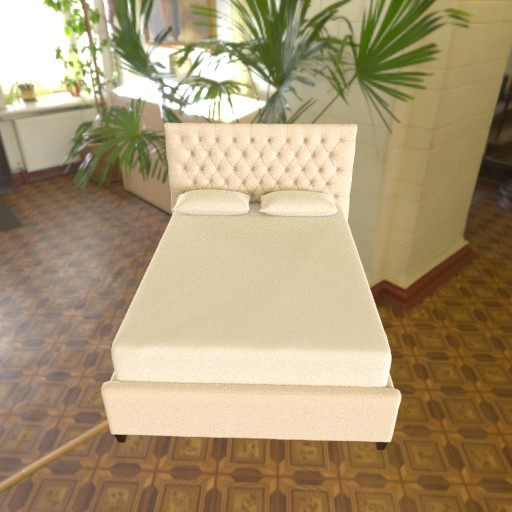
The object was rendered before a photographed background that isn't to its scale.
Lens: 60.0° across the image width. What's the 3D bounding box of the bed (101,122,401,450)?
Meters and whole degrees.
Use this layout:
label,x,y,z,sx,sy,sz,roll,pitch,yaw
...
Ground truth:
label,x,y,z,sx,sy,sz,roll,pitch,yaw
bed,0.000,0.000,3.281,1.696,1.426,2.233,1,30,2
